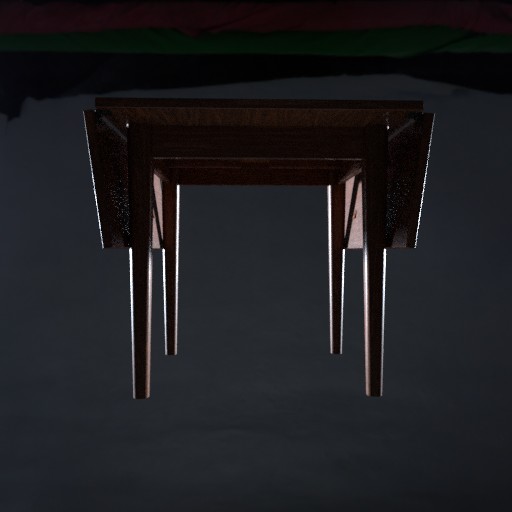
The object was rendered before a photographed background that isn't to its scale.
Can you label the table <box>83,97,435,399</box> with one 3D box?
[{"bbox_3d":[0.000,0.000,1.466,0.843,0.763,0.812,0,1,-2],"label":"table"}]
